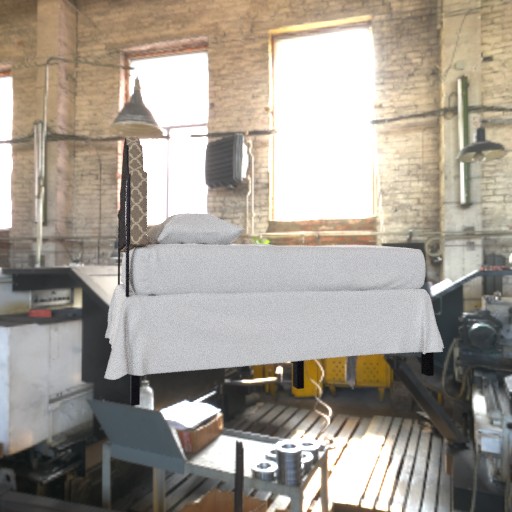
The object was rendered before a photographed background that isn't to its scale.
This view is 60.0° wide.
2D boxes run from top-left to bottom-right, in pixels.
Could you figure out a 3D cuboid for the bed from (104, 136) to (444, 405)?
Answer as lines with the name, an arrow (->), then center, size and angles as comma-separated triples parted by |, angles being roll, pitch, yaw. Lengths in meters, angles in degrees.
bed -> 0.000, 0.000, 3.439 | 2.222, 1.633, 1.780 | 0, -1, -19
